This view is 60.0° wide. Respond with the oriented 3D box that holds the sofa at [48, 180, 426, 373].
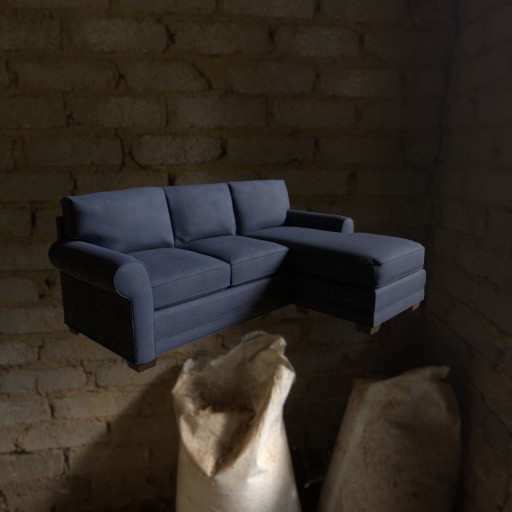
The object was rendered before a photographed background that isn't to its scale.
[{"bbox_3d":[0.000,0.000,3.486,1.780,1.063,2.567,12,18,42],"label":"sofa"}]
